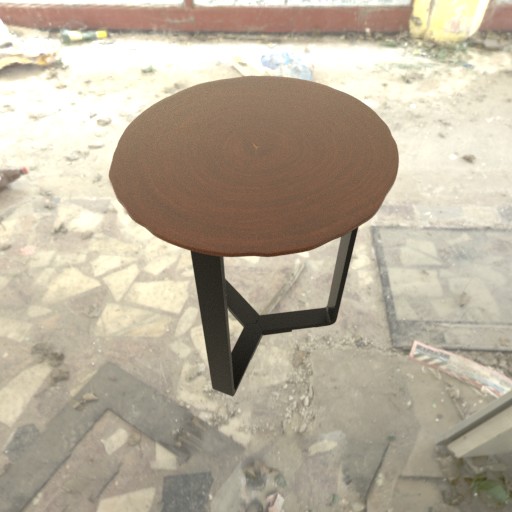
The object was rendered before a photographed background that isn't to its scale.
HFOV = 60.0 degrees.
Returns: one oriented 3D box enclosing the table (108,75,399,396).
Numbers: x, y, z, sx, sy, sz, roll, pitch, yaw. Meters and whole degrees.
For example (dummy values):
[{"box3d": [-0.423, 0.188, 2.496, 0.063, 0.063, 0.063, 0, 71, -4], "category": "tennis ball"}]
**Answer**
[{"box3d": [0.000, 0.000, 0.770, 0.380, 0.450, 0.410, 17, 50, 15], "category": "table"}]
